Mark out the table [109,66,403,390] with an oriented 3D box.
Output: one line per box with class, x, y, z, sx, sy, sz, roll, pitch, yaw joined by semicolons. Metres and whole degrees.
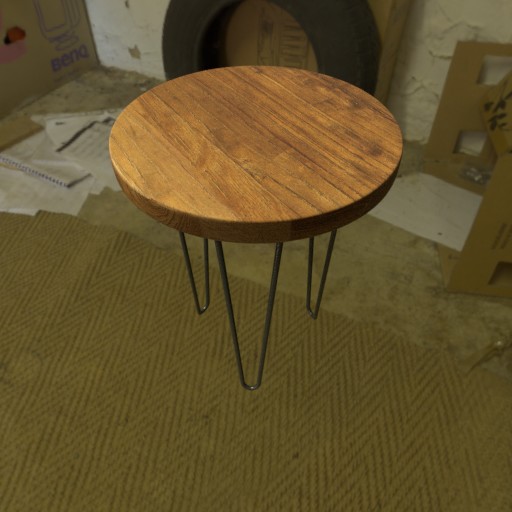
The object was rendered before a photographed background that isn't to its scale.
table;0.000;0.000;0.801;0.400;0.520;0.400;0;46;0
